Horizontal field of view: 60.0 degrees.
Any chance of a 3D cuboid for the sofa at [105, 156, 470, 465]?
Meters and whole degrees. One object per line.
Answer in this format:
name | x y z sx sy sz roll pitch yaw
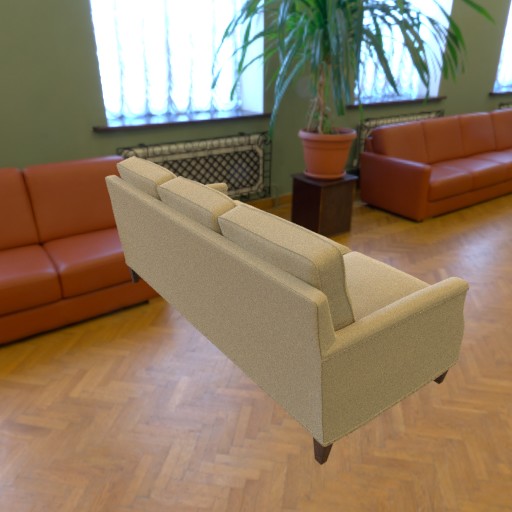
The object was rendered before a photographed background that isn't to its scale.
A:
sofa | 0.000 0.000 2.750 1.084 1.003 2.246 -17 30 -33
